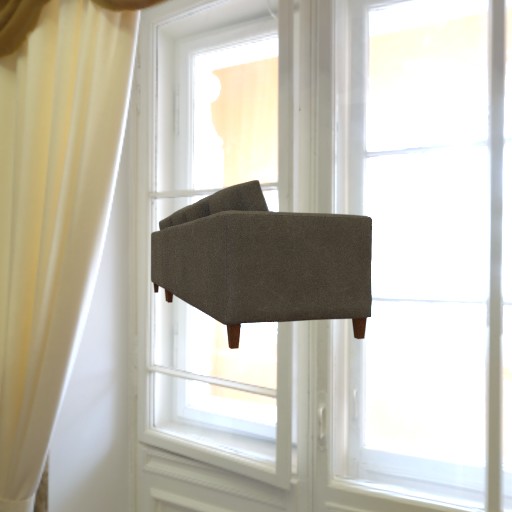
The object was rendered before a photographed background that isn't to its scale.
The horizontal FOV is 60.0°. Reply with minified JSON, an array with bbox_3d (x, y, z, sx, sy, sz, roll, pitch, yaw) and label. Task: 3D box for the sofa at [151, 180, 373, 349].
[{"bbox_3d":[0.000,0.000,4.214,1.604,0.950,3.471,0,1,-20],"label":"sofa"}]
